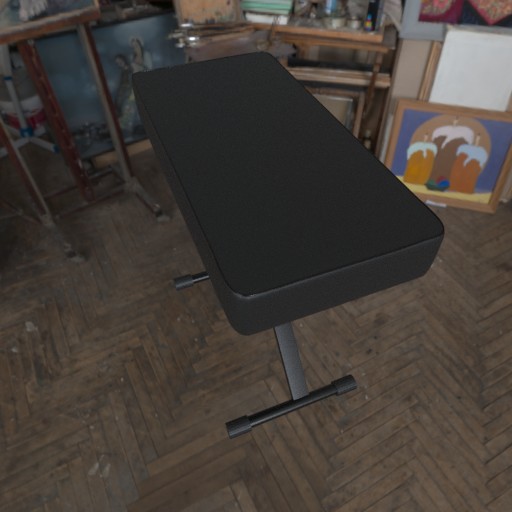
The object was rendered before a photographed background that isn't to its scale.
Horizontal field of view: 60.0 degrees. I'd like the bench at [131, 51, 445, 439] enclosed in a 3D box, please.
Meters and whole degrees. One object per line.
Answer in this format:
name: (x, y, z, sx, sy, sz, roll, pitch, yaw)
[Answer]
bench: (0.000, 0.000, 0.910, 0.300, 0.561, 0.600, -16, 49, -15)
